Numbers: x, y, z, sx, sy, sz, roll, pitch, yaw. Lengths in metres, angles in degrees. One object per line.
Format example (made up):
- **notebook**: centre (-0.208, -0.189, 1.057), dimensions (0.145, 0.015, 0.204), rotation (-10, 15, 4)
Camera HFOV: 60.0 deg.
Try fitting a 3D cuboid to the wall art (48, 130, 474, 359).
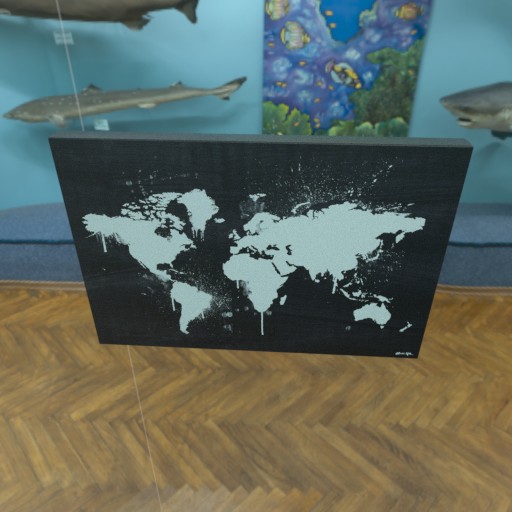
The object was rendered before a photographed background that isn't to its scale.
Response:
- **wall art**: centre (0.000, 0.000, 0.755), dimensions (0.610, 0.409, 0.038), rotation (2, 32, 3)
